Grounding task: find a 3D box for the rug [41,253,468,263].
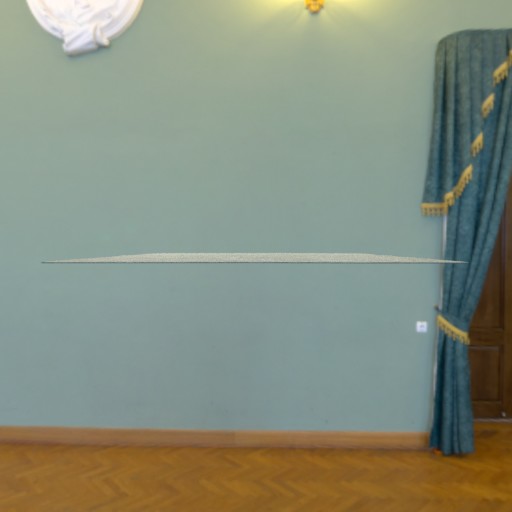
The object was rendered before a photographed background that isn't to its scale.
[{"bbox_3d":[0.000,0.000,4.010,2.438,0.013,3.048,0,1,1],"label":"rug"}]
